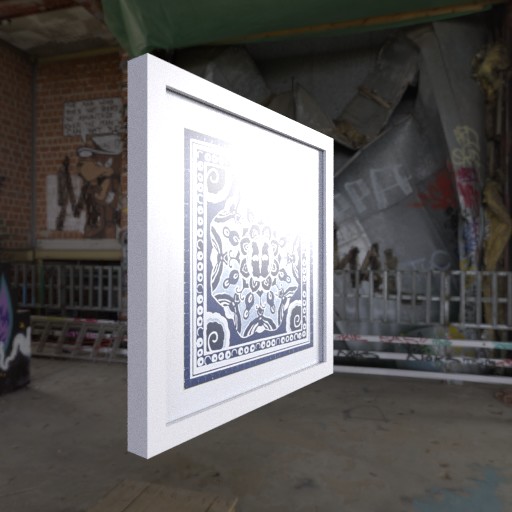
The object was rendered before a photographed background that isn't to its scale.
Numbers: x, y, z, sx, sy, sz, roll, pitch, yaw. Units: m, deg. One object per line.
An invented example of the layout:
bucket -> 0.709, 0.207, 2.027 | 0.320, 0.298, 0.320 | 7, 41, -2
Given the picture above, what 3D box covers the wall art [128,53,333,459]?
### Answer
wall art -> 0.000, 0.000, 0.538 | 0.027, 0.355, 0.355 | 0, 0, 37
